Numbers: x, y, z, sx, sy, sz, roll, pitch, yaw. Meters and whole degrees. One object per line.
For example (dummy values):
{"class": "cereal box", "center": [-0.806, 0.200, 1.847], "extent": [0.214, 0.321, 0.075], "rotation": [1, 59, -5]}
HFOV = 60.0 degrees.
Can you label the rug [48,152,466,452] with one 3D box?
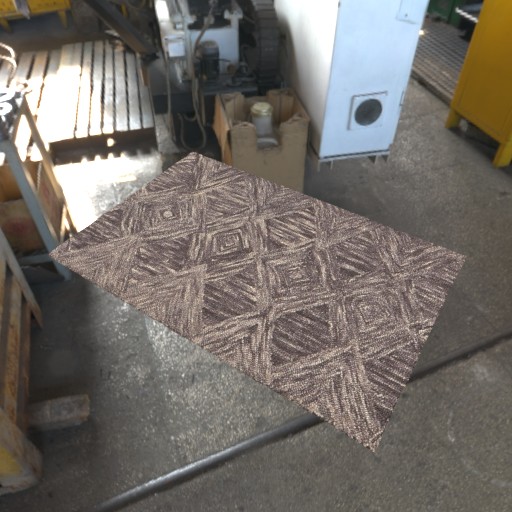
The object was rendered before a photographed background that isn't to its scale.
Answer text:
{"class": "rug", "center": [0.000, 0.000, 2.285], "extent": [1.814, 0.012, 1.186], "rotation": [25, 50, 23]}
